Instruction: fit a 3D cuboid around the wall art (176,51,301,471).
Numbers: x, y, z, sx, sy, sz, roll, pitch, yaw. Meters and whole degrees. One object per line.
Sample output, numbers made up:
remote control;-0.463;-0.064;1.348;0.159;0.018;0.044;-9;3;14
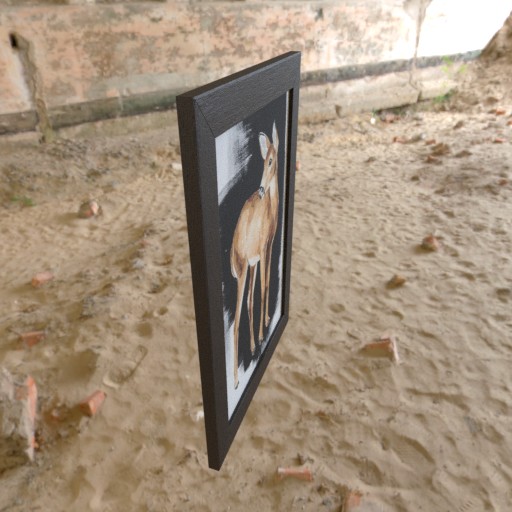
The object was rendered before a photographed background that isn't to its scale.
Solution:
wall art;0.000;0.000;0.650;0.017;0.513;0.359;10;32;17
